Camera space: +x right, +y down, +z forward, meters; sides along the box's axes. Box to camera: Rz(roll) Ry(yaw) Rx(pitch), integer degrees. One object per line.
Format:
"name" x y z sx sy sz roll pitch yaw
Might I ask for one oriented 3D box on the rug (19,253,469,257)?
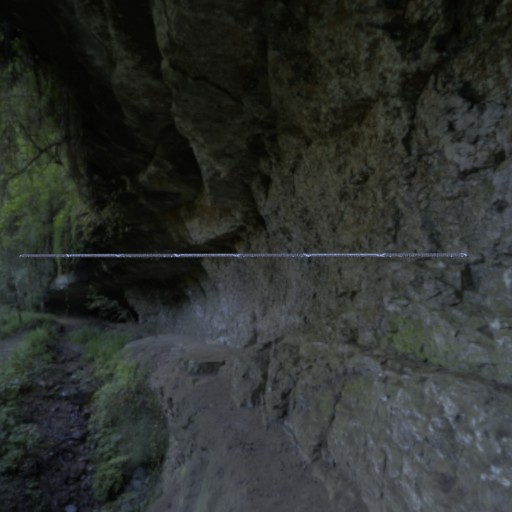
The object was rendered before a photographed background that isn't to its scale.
"rug" 0.000 0.000 2.291 1.836 0.012 1.239 0 0 18
